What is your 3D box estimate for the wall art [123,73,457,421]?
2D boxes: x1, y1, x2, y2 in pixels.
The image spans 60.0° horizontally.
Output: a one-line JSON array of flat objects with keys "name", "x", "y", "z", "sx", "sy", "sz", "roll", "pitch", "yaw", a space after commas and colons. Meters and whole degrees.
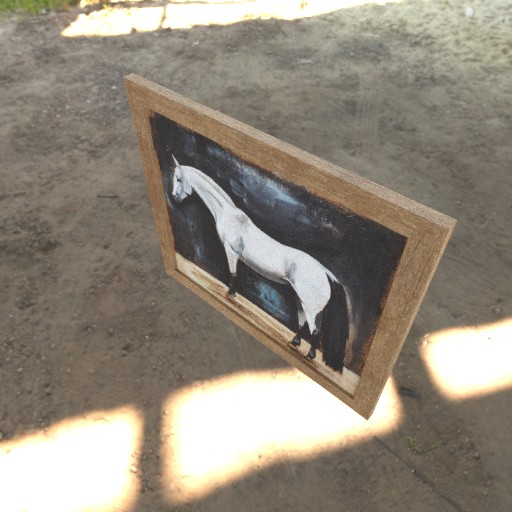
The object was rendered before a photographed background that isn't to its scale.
[{"name": "wall art", "x": 0.000, "y": 0.000, "z": 0.953, "sx": 0.690, "sy": 0.588, "sz": 0.026, "roll": 32, "pitch": 54, "yaw": 27}]
